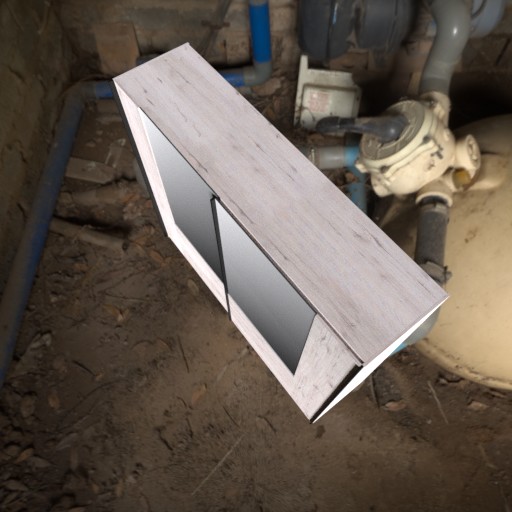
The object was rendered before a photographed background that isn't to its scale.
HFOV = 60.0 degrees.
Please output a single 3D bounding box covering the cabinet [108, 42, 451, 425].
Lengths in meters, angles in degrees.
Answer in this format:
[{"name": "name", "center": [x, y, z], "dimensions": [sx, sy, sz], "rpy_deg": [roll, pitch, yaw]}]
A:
[{"name": "cabinet", "center": [0.000, 0.000, 3.656], "dimensions": [0.660, 2.180, 2.500], "rpy_deg": [-34, 68, -16]}]
